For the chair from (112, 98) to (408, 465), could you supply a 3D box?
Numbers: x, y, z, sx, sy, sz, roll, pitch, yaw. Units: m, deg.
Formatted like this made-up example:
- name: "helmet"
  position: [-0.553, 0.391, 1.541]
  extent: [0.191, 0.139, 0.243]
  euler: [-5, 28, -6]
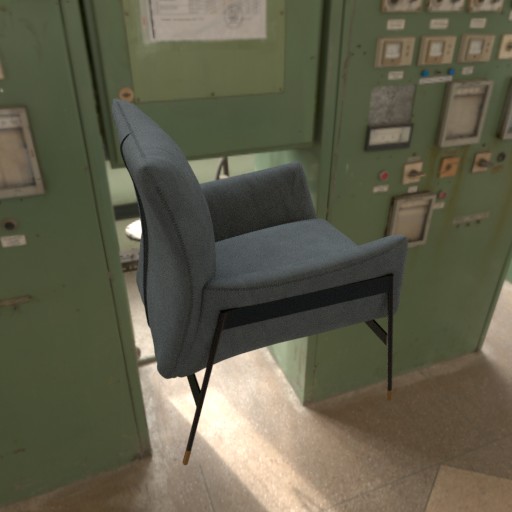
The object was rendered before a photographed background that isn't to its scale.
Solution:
- name: "chair"
  position: [0.000, 0.000, 1.364]
  extent: [0.709, 0.858, 0.678]
  euler: [-10, 31, -17]
